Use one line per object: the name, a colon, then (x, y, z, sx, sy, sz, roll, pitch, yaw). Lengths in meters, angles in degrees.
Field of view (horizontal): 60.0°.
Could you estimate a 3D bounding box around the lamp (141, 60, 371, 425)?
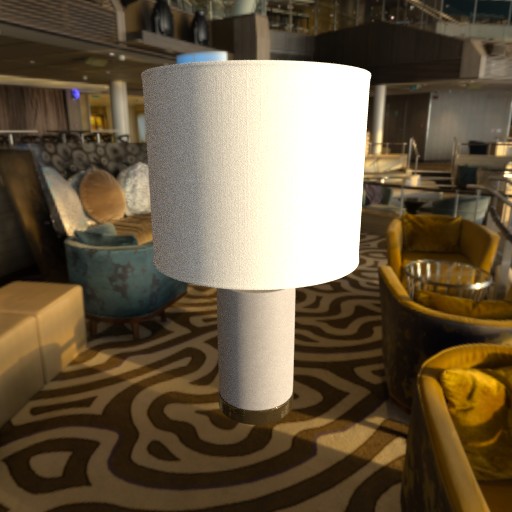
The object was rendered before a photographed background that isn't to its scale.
lamp: (0.000, 0.000, 0.506, 0.229, 0.380, 0.229, 0, 16, 0)
